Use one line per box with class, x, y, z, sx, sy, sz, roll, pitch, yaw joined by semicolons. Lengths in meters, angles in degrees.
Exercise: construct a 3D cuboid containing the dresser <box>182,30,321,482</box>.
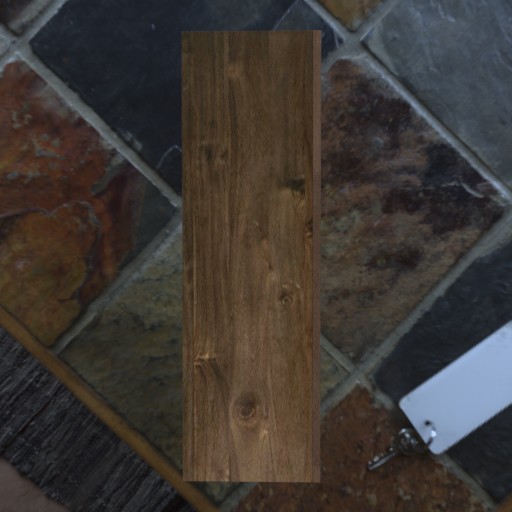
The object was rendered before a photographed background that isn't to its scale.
dresser;0.000;0.000;1.811;0.446;0.873;1.400;0;91;1
